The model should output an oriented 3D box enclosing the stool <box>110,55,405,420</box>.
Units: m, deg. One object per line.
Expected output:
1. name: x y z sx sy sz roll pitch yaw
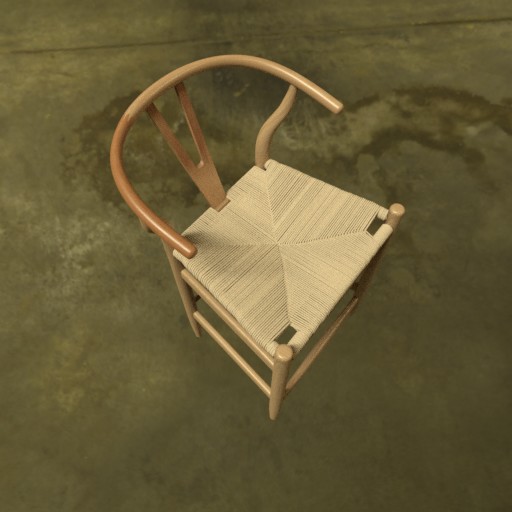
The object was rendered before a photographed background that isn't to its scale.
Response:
1. stool: 0.000 0.000 1.285 0.575 0.923 0.536 35 65 19
